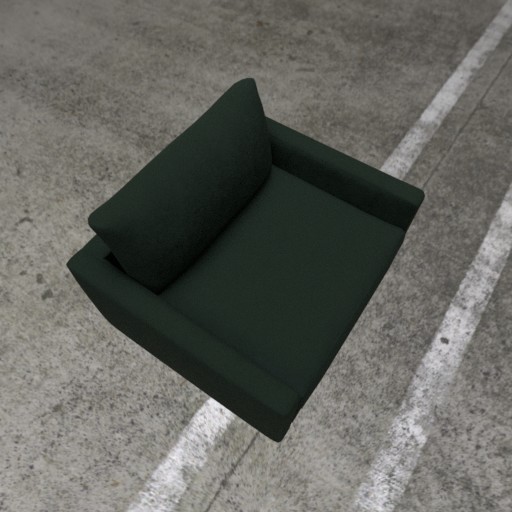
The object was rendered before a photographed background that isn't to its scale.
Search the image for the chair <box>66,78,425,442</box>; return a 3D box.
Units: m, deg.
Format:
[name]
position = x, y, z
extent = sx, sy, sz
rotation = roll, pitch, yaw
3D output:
[chair]
position = 0.000, 0.000, 1.654
extent = 0.866, 0.861, 0.963
rotation = 30, 64, 17
